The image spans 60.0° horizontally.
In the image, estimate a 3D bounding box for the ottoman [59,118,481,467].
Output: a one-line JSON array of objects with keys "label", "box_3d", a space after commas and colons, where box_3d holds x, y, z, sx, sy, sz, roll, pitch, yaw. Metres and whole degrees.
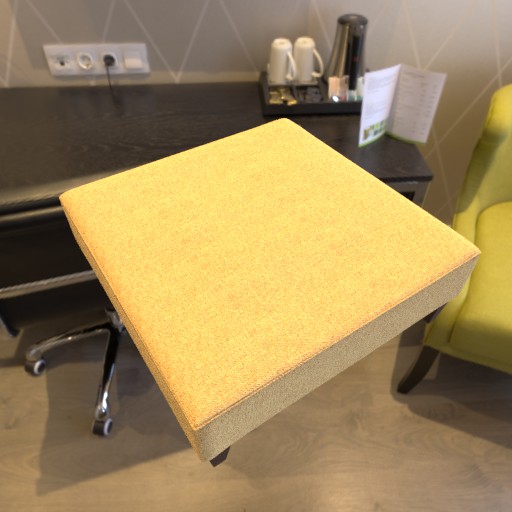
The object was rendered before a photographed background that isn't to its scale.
[{"label": "ottoman", "box_3d": [0.000, 0.000, 1.503, 0.970, 0.378, 0.981, -25, 51, -23]}]
